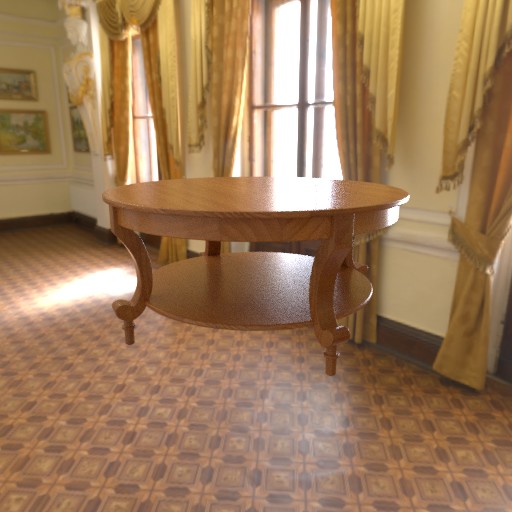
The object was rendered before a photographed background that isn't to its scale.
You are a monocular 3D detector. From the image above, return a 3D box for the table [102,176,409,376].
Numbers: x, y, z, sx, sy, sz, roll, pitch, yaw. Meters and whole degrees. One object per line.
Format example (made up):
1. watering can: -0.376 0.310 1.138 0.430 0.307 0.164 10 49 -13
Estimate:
1. table: 0.000 0.000 1.620 1.029 0.490 1.029 0 15 0
